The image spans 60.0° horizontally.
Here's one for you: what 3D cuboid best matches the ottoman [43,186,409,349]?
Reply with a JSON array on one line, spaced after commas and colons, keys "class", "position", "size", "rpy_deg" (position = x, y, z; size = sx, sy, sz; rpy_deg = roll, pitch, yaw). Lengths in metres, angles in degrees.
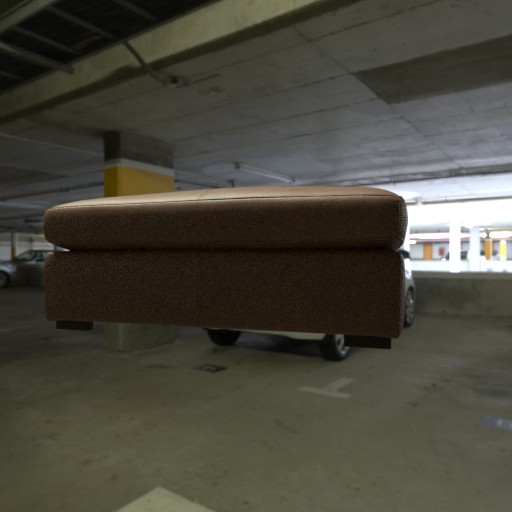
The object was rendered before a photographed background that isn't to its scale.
[{"class": "ottoman", "position": [0.000, 0.000, 1.833], "size": [1.168, 0.490, 1.168], "rpy_deg": [0, 0, 17]}]
